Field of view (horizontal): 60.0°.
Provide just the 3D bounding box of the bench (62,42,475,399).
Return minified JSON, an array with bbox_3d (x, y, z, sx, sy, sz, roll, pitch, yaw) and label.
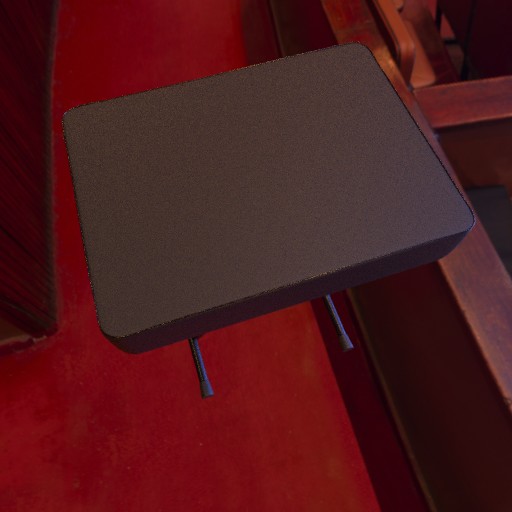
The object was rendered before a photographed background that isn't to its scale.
[{"bbox_3d":[0.000,0.000,0.751,0.424,0.500,0.321,-16,65,-8],"label":"bench"}]
